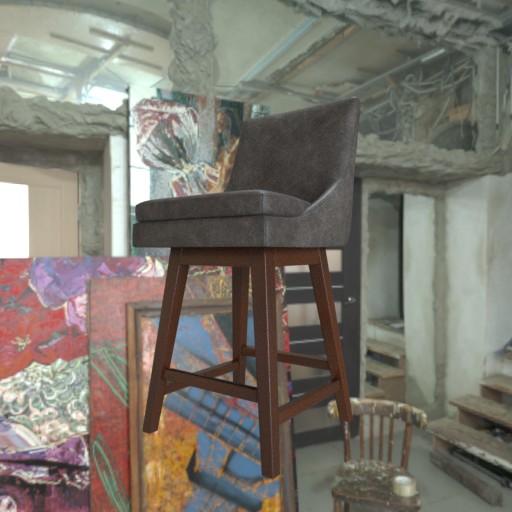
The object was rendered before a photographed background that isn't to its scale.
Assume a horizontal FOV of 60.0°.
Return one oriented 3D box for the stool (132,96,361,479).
[{"bbox_3d":[0.000,0.000,1.388,0.492,1.046,0.587,1,1,36],"label":"stool"}]
